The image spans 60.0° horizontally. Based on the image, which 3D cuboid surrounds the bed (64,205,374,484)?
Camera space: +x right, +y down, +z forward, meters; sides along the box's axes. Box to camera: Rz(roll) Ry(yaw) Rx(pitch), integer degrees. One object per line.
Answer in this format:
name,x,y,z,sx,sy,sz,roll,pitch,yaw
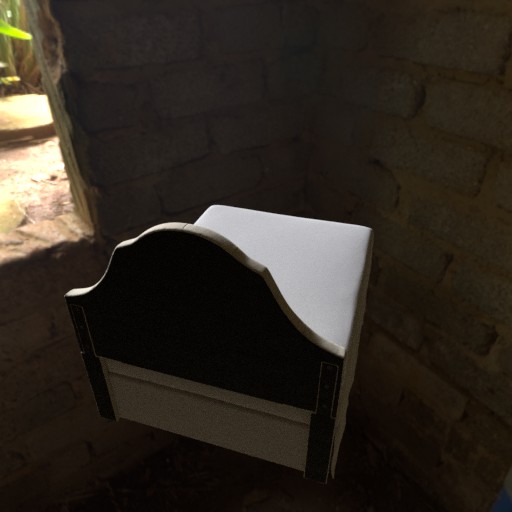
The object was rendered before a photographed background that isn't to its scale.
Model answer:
bed,0.000,0.000,3.172,1.627,1.575,2.092,10,35,15
